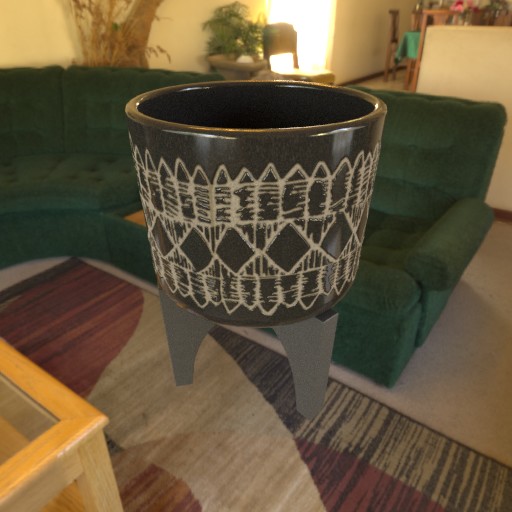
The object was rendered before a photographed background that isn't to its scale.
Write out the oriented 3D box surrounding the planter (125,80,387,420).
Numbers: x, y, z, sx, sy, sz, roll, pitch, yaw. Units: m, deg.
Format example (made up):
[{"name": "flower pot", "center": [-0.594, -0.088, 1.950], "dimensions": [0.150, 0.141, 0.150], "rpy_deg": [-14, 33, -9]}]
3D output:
[{"name": "planter", "center": [0.000, 0.000, 0.523], "dimensions": [0.251, 0.355, 0.251], "rpy_deg": [9, 31, 15]}]
